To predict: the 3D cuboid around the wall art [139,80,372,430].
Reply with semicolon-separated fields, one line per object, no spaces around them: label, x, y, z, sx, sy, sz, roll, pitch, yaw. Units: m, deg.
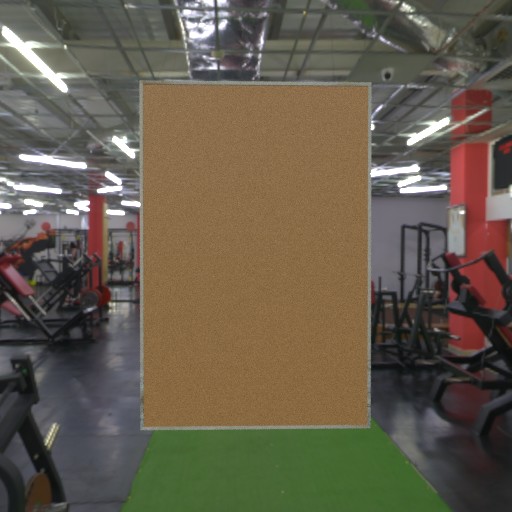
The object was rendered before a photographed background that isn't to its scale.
wall art;0.000;0.000;0.992;0.508;0.764;0.038;0;1;-1
